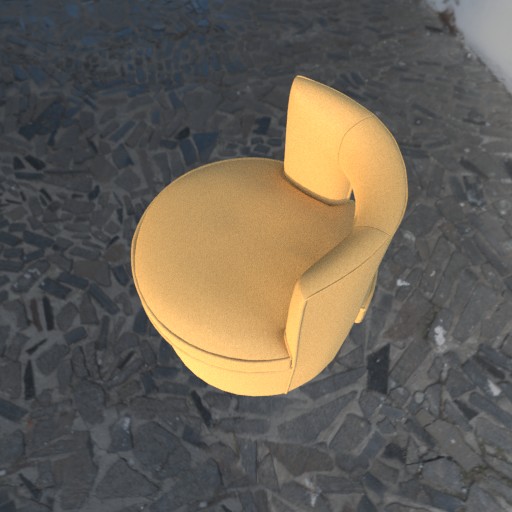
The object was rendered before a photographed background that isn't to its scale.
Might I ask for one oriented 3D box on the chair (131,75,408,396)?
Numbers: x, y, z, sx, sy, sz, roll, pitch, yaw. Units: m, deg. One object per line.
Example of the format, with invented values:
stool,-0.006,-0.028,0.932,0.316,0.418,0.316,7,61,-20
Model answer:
chair,0.000,0.000,1.228,0.665,0.723,0.650,1,58,1
